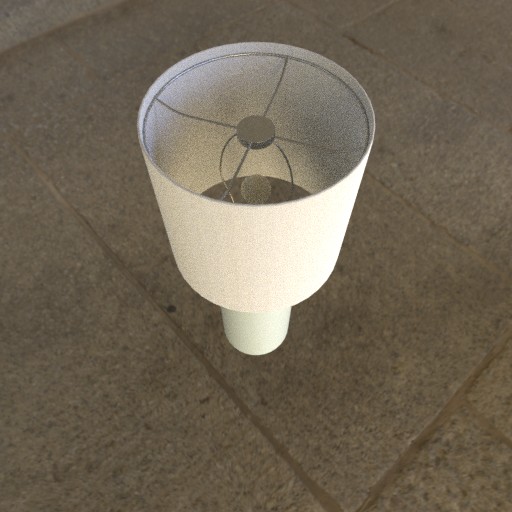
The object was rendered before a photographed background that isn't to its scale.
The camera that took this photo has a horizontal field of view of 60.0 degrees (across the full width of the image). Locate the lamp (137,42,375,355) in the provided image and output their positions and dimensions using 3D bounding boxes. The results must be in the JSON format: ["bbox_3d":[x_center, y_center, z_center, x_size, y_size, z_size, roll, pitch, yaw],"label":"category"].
[{"bbox_3d":[0.000,0.000,0.607,0.212,0.493,0.212,16,60,10],"label":"lamp"}]
